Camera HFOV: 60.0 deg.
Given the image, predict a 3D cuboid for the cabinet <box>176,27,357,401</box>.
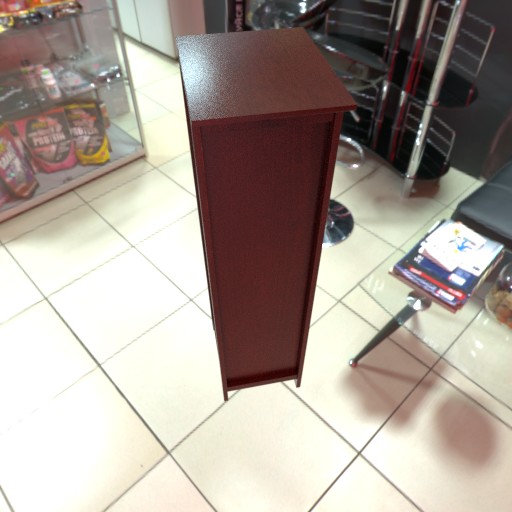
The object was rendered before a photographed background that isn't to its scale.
[{"bbox_3d":[0.000,0.000,1.764,0.401,1.518,0.500,-8,48,-8],"label":"cabinet"}]
